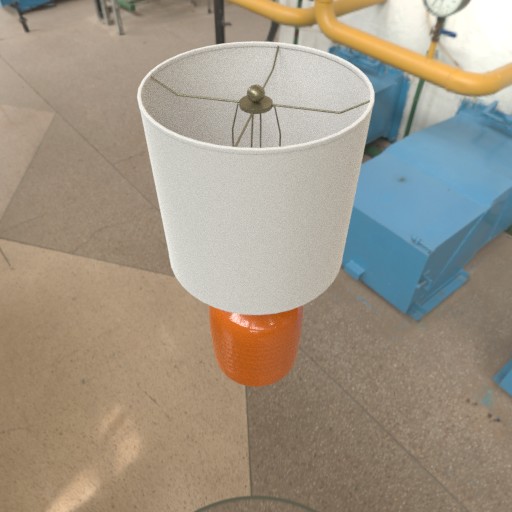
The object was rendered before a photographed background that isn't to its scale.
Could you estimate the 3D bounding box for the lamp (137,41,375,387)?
[{"bbox_3d":[0.000,0.000,1.103,0.418,0.871,0.418,-29,53,-26],"label":"lamp"}]
